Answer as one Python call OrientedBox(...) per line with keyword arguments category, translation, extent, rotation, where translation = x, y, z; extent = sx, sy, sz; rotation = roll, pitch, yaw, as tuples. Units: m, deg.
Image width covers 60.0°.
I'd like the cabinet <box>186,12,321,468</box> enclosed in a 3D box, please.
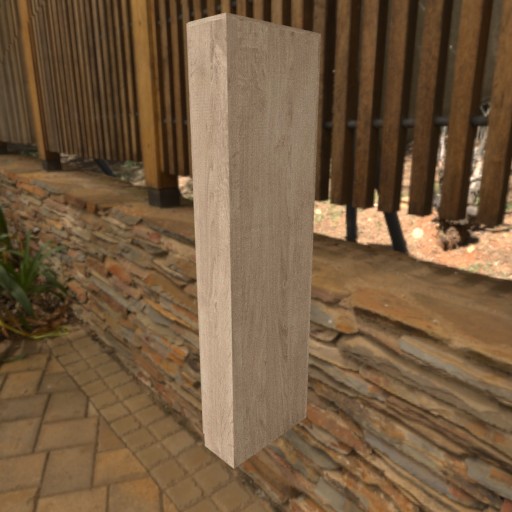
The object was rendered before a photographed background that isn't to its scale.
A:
OrientedBox(category="cabinet", translation=(0.000, 0.000, 1.930), extent=(0.500, 1.790, 0.230), rotation=(-16, 23, -42))
